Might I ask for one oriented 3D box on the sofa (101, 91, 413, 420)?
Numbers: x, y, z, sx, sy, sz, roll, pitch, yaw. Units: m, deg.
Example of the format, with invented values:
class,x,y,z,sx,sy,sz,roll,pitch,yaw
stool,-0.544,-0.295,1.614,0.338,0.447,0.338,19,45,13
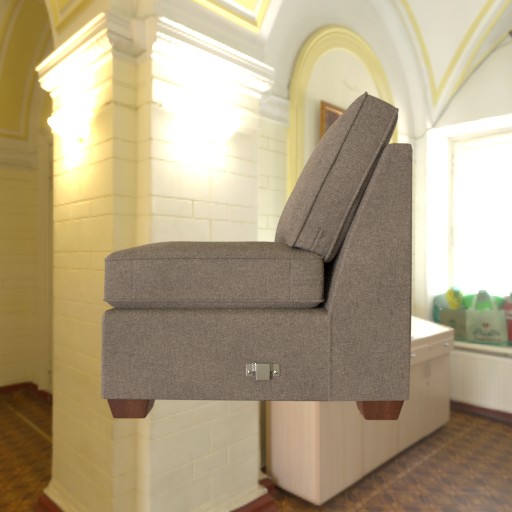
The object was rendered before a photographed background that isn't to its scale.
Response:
class,x,y,z,sx,sy,sz,roll,pitch,yaw
sofa,0.000,0.000,1.934,0.951,1.008,1.237,0,0,0
